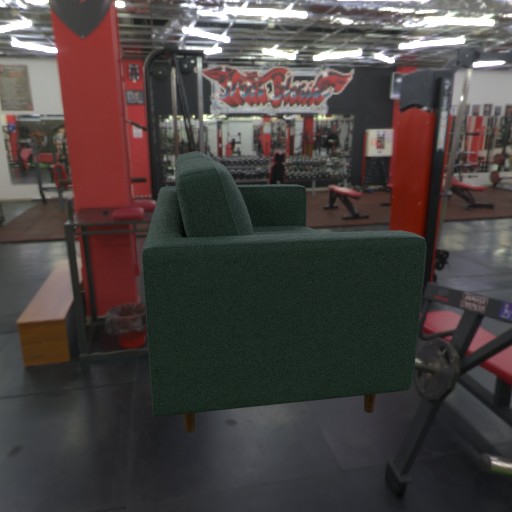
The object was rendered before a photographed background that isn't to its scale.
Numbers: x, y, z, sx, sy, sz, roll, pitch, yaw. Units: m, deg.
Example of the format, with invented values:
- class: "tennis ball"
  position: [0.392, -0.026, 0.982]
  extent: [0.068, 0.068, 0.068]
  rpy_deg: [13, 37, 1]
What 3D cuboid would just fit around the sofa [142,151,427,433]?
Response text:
- class: "sofa"
  position: [0.000, 0.000, 2.011]
  extent: [0.879, 0.899, 1.430]
  rpy_deg: [-3, 16, -9]
